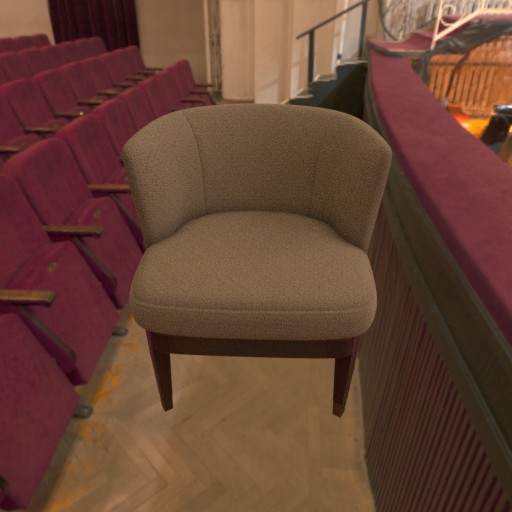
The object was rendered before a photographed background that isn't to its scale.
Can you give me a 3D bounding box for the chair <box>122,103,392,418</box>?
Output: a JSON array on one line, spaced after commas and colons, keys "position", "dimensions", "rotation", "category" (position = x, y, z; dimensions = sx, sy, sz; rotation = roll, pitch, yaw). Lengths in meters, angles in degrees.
[{"position": [0.000, 0.000, 1.325], "dimensions": [0.700, 0.760, 0.660], "rotation": [1, 30, 2], "category": "chair"}]
